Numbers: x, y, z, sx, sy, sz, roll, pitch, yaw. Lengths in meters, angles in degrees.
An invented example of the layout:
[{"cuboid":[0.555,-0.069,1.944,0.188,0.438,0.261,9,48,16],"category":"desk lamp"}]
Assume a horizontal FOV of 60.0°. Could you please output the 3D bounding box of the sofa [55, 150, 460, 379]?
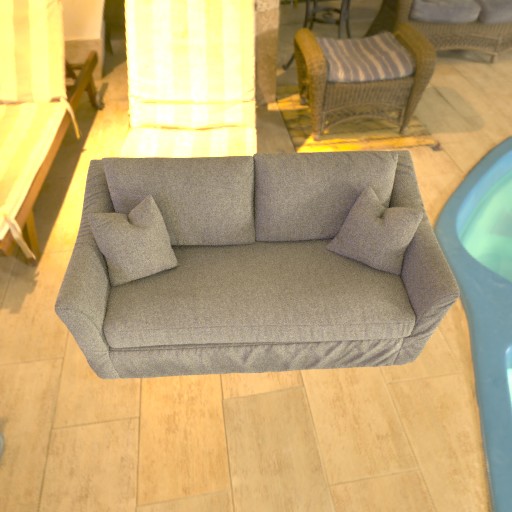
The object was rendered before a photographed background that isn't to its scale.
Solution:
[{"cuboid":[0.000,0.000,2.650,2.010,1.018,1.072,-2,47,-2],"category":"sofa"}]
